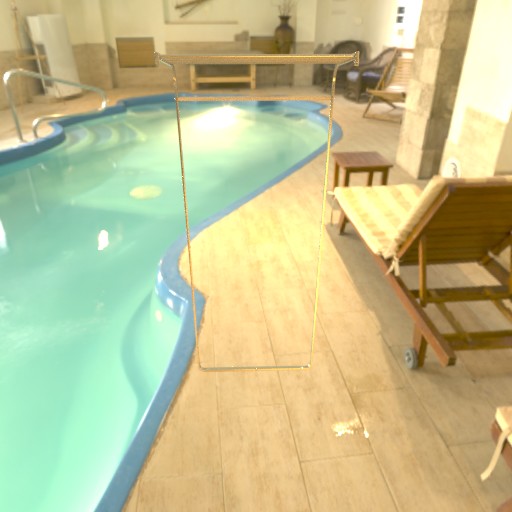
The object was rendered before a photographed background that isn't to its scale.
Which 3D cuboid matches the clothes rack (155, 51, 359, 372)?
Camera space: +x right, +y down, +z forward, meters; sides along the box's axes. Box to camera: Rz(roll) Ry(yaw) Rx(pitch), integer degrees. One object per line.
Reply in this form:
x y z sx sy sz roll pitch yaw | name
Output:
0.000 0.000 1.843 0.609 1.574 0.349 -1 29 -1 | clothes rack
